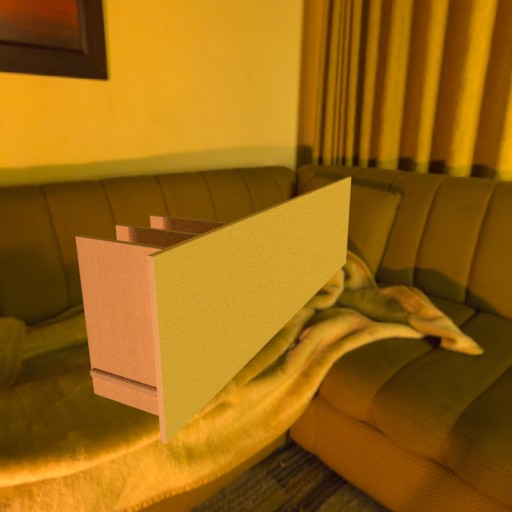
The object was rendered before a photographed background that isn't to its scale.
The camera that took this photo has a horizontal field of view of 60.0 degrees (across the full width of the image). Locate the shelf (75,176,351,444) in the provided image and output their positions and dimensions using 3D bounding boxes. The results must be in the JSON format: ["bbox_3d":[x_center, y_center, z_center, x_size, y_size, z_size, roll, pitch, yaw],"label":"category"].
[{"bbox_3d":[0.000,0.000,1.113,0.200,0.300,1.020,8,19,25],"label":"shelf"}]
